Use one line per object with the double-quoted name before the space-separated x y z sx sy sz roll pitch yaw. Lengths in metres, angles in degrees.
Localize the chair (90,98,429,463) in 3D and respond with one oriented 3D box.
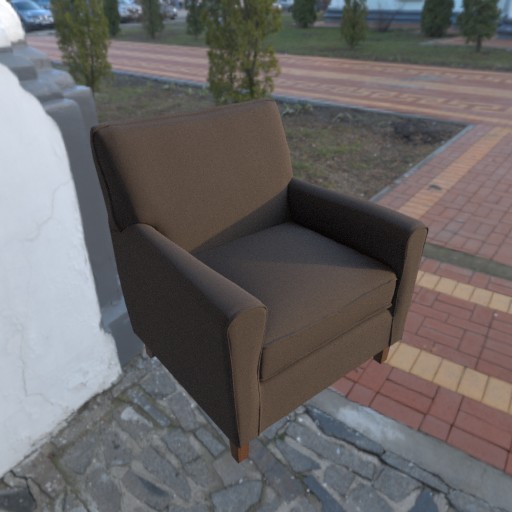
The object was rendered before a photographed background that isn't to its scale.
"chair" 0.000 0.000 1.616 0.836 0.911 0.831 -22 37 -32
